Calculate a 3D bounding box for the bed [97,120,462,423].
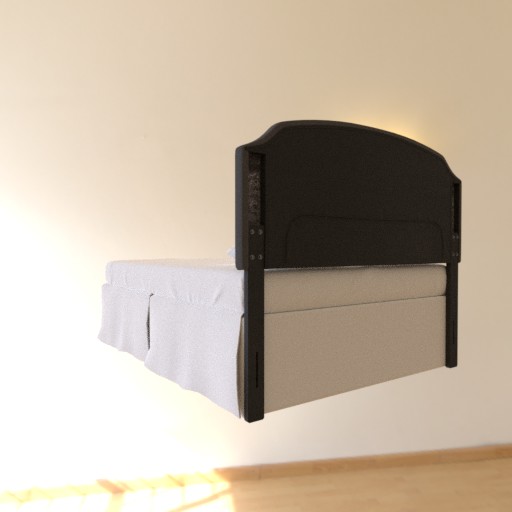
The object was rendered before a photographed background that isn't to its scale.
[{"bbox_3d":[0.000,0.000,2.952,1.558,1.270,1.999,-1,1,-35],"label":"bed"}]
